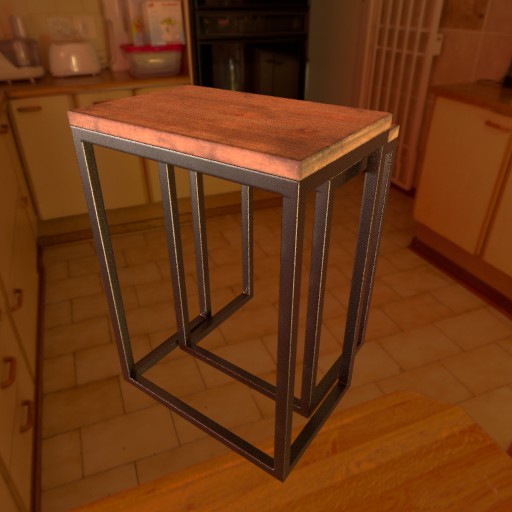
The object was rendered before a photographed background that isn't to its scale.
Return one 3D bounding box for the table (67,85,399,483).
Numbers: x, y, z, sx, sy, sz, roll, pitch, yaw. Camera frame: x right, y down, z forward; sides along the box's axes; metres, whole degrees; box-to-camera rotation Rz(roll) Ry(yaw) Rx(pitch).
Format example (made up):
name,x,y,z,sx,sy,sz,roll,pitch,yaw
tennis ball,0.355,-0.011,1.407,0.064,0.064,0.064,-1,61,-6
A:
name,x,y,z,sx,sy,sz,roll,pitch,yaw
table,0.000,0.000,0.927,0.456,0.615,0.460,22,37,32
